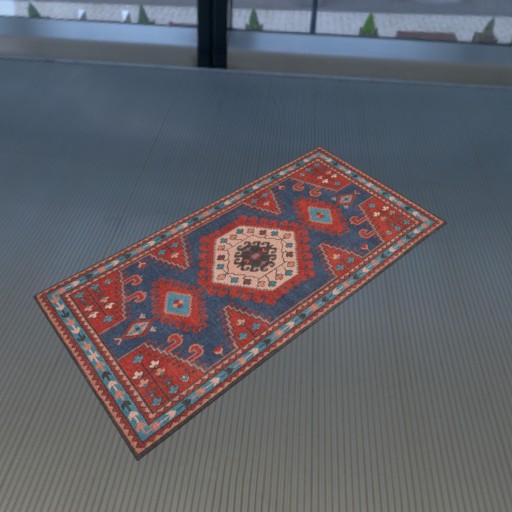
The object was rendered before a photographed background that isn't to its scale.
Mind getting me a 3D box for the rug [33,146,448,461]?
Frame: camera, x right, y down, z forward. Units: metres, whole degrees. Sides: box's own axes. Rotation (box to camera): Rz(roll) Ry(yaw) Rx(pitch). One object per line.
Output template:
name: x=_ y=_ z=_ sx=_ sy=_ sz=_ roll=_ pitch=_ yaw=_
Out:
rug: x=0.000 y=0.000 z=3.536 sx=3.032 sy=0.034 sz=1.522 roll=-32 pitch=55 yaw=-26
